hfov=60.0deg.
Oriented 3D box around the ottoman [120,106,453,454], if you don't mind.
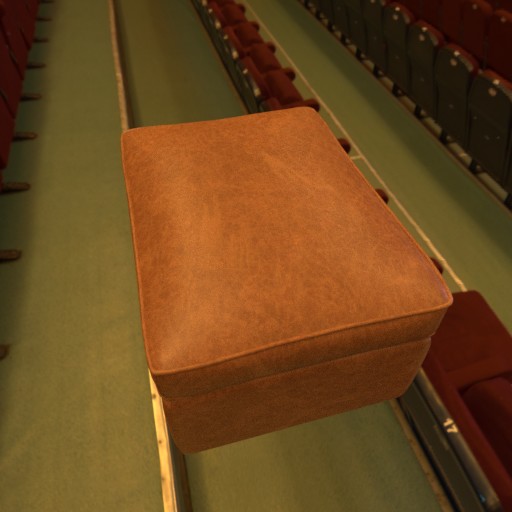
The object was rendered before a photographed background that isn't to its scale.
[{"bbox_3d":[0.000,0.000,1.102,0.554,0.468,0.756,-11,47,-11],"label":"ottoman"}]
